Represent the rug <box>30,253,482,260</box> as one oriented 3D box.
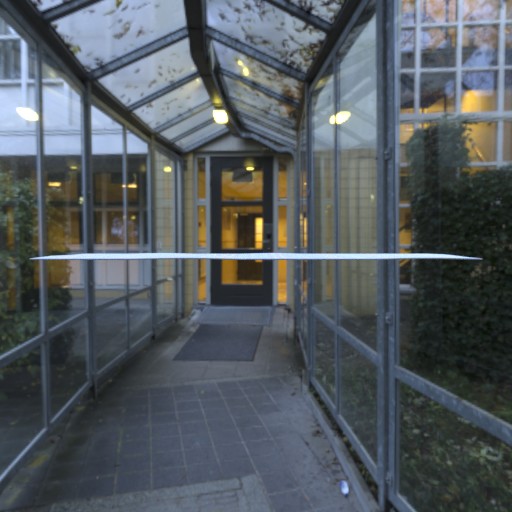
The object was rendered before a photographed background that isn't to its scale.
[{"bbox_3d":[0.000,0.000,2.766,2.439,0.013,0.762,0,2,0],"label":"rug"}]
